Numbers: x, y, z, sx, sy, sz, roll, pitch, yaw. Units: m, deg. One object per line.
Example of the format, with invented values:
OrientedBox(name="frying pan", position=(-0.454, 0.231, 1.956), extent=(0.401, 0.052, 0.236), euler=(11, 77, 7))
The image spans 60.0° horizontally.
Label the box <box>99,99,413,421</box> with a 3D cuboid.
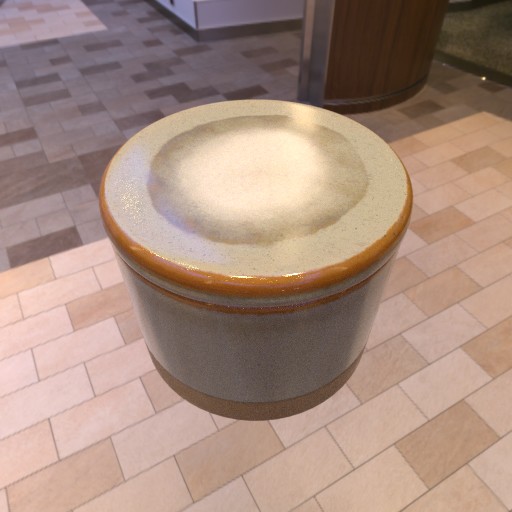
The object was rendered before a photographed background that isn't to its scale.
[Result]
OrientedBox(name="box", position=(0.000, 0.000, 0.210), extent=(0.123, 0.100, 0.123), euler=(0, 45, 0))
